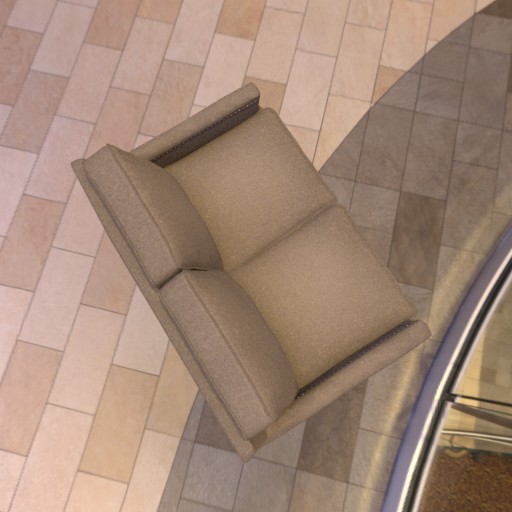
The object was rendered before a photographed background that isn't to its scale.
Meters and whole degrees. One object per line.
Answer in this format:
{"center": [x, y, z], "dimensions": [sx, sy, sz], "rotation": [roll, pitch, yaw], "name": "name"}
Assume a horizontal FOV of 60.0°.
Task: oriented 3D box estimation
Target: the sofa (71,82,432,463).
{"center": [0.000, 0.000, 2.273], "dimensions": [1.084, 1.003, 1.597], "rotation": [-32, 79, -7], "name": "sofa"}
